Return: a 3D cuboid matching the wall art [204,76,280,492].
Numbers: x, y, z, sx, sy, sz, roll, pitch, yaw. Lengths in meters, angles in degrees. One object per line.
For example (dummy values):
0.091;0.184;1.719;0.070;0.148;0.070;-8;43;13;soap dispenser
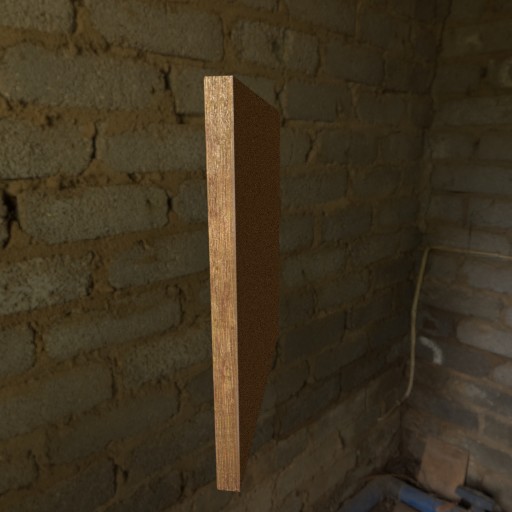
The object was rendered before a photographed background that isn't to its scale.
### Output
0.000;0.000;0.907;0.042;0.608;0.611;2;14;8;wall art
